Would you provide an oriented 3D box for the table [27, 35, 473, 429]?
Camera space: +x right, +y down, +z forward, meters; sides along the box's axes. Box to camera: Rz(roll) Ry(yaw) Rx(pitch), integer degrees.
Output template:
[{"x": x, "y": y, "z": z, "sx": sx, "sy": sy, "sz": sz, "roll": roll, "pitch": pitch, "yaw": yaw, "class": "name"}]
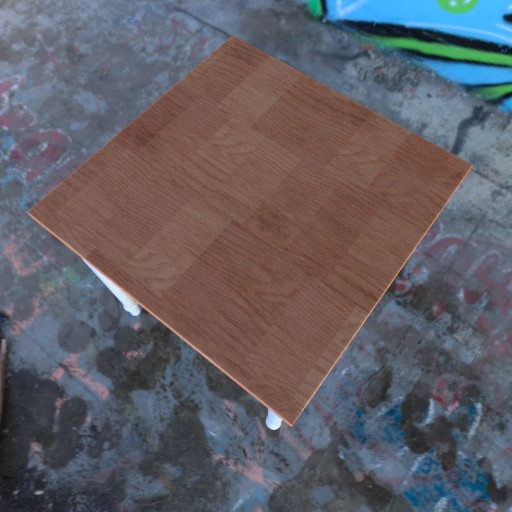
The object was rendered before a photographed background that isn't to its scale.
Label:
[{"x": 0.000, "y": 0.000, "z": 1.372, "sx": 0.747, "sy": 0.738, "sz": 0.747, "roll": 35, "pitch": 69, "yaw": 15, "class": "table"}]
